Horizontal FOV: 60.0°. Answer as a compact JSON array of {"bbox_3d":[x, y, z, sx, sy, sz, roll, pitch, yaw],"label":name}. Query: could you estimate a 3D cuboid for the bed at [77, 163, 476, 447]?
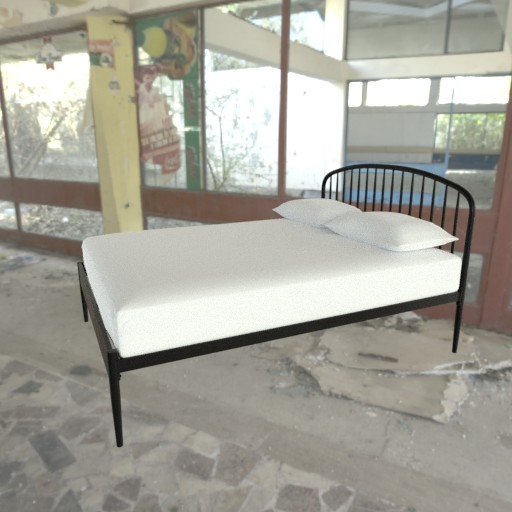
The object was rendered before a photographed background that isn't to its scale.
[{"bbox_3d":[0.000,0.000,2.989,2.159,1.166,1.618,-7,16,-25],"label":"bed"}]
